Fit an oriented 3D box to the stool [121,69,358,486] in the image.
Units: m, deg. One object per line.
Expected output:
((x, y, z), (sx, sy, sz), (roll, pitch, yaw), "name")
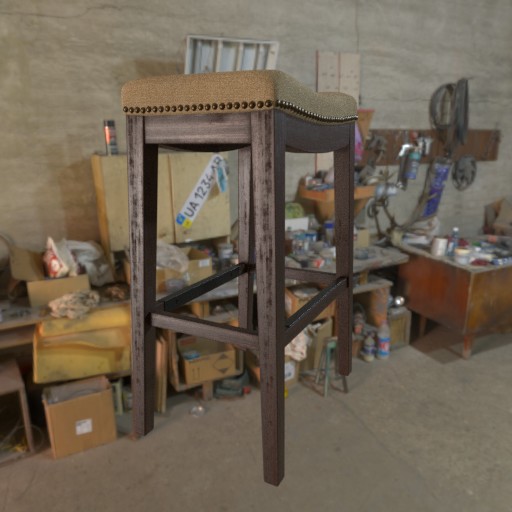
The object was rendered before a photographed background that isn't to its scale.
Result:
((0.000, 0.000, 1.060), (0.363, 0.768, 0.509), (7, 16, 27), "stool")
